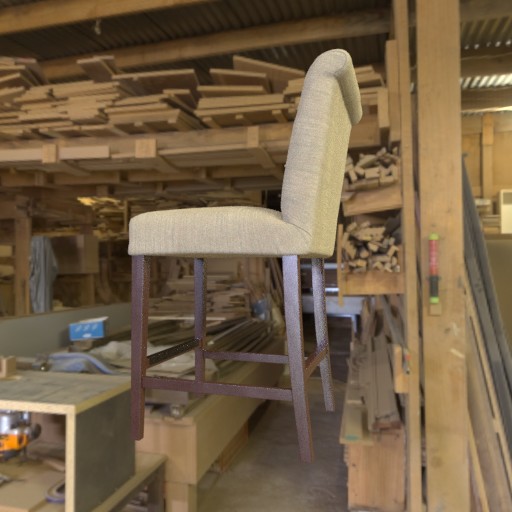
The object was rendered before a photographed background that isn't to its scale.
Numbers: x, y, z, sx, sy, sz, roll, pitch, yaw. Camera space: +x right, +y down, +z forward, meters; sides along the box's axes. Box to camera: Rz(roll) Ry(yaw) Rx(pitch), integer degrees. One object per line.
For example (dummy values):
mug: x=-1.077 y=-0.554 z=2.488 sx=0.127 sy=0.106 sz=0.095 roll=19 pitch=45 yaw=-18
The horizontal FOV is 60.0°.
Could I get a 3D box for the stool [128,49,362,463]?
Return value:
stool: x=0.000 y=0.000 z=1.440 sx=0.660 sy=1.084 sz=0.486 roll=0 pitch=-1 yaw=17
